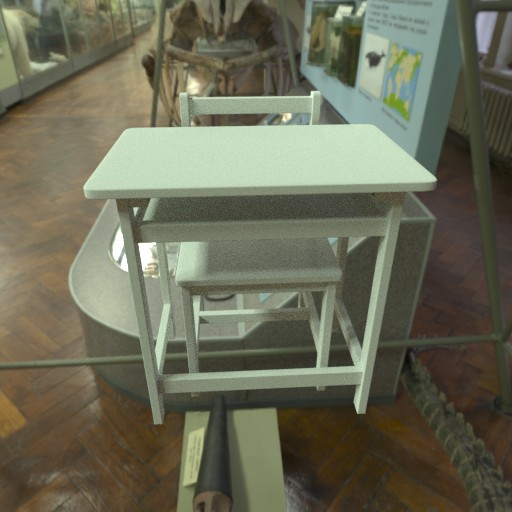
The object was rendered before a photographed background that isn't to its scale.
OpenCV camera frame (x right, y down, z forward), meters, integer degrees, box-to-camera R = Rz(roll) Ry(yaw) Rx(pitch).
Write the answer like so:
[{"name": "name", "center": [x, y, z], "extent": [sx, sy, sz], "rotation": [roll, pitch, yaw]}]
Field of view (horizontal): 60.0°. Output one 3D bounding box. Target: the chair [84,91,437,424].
[{"name": "chair", "center": [0.000, 0.000, 1.068], "extent": [0.599, 0.673, 0.461], "rotation": [-2, 30, -3]}]
